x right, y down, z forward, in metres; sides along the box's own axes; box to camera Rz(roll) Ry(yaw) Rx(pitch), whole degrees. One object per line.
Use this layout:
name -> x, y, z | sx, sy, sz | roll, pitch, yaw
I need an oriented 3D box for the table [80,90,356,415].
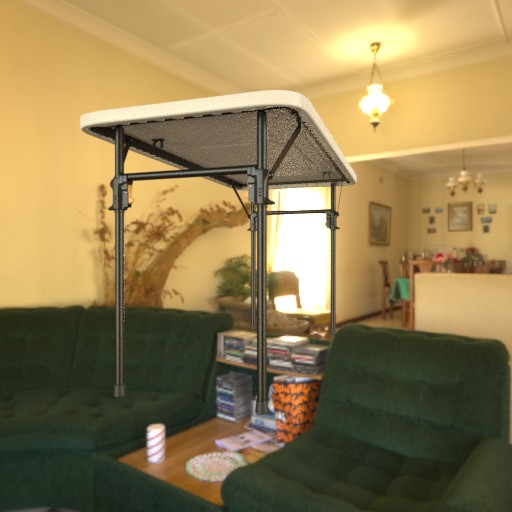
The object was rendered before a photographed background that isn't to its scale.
table -> 0.000, 0.000, 1.613 | 0.610, 0.729, 1.219 | 0, 0, 19
